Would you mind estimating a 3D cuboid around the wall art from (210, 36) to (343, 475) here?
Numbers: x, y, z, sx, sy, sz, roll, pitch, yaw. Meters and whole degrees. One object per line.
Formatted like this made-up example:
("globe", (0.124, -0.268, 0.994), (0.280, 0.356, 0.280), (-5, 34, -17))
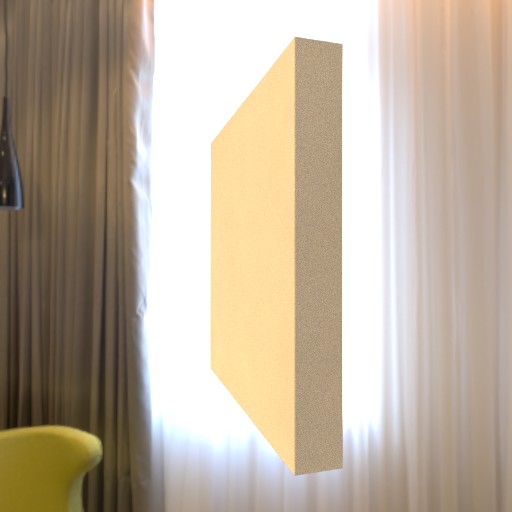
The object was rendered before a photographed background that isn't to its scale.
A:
("wall art", (0.000, 0.000, 0.458), (0.038, 0.305, 0.305), (0, 0, -17))
